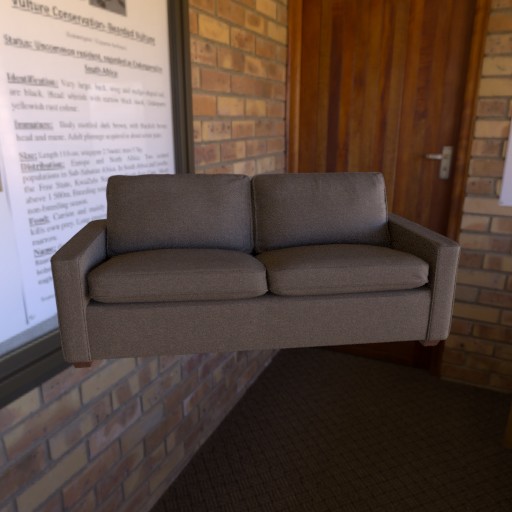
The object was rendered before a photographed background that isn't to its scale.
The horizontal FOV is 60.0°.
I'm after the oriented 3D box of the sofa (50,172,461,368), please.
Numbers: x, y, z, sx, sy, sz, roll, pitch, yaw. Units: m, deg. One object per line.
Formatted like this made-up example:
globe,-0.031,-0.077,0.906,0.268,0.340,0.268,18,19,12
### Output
sofa,0.000,0.000,2.636,2.080,0.919,0.940,-2,17,-7
